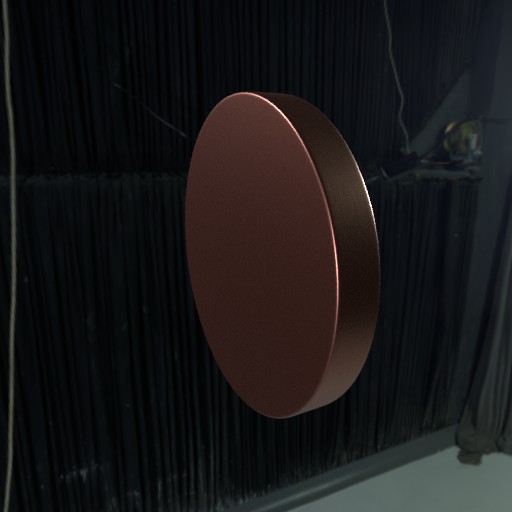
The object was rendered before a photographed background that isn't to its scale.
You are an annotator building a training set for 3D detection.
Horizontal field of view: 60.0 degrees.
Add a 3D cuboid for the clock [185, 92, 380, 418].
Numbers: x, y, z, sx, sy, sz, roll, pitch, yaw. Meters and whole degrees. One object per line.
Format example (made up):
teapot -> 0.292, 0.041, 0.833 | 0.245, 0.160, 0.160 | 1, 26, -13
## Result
clock -> 0.000, 0.000, 0.453 | 0.040, 0.313, 0.313 | -8, 16, -28
